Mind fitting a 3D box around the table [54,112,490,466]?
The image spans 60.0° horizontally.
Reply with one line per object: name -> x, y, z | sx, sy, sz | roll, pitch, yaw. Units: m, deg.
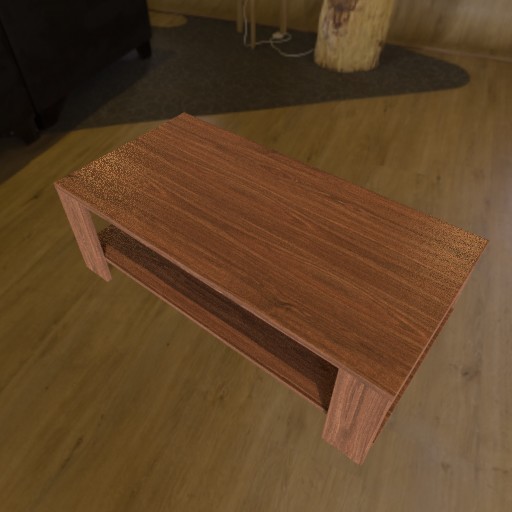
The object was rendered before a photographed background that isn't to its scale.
table -> 0.000, 0.000, 1.484 | 1.200, 0.400, 0.600 | 29, 52, 26
